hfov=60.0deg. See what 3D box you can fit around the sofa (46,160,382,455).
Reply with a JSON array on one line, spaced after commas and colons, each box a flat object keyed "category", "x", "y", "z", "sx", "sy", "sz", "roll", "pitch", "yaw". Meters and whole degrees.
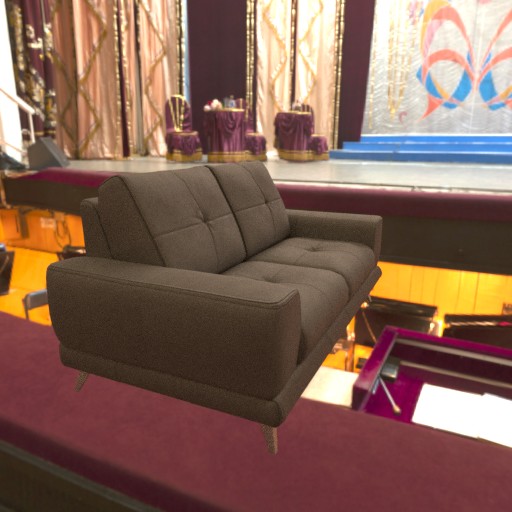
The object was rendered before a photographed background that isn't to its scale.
[{"category": "sofa", "x": 0.000, "y": 0.000, "z": 2.294, "sx": 1.018, "sy": 0.907, "sz": 1.806, "roll": 7, "pitch": 16, "yaw": 24}]
